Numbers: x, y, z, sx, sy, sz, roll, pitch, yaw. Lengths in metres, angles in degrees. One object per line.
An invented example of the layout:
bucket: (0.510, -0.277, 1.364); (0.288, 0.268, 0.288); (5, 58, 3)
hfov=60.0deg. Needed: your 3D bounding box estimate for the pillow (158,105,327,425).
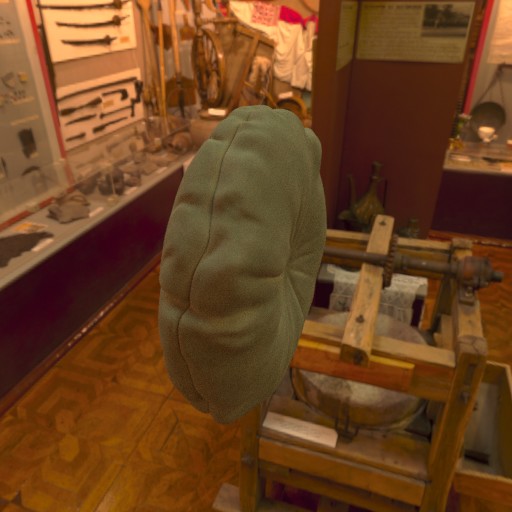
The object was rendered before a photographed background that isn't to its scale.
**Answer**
pillow: (0.000, 0.000, 0.634); (0.148, 0.407, 0.428); (11, 32, 18)
